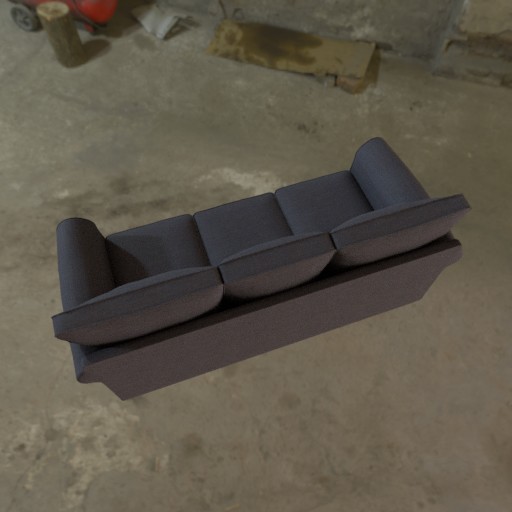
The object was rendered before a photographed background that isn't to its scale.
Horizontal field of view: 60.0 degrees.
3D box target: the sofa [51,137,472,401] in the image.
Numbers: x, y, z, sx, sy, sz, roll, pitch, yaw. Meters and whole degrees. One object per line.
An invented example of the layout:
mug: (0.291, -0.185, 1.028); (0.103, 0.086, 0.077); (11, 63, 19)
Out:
sofa: (0.000, 0.000, 2.558); (2.084, 0.966, 0.909); (-17, 60, -10)
